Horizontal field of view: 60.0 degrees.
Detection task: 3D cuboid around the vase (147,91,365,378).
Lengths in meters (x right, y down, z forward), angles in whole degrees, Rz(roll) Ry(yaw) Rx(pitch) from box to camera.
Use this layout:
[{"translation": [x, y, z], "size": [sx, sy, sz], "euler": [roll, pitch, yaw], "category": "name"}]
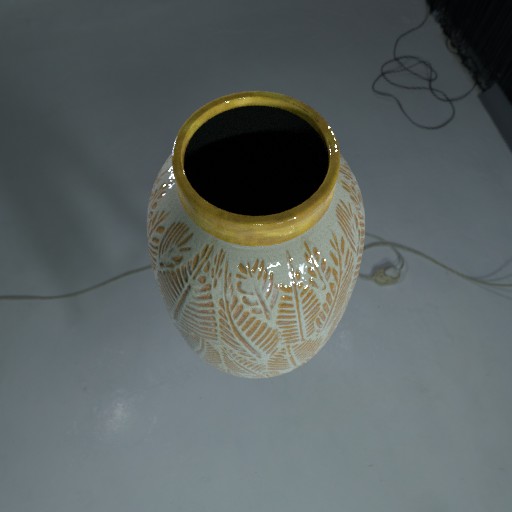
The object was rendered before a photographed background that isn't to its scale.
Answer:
[{"translation": [0.000, 0.000, 0.373], "size": [0.172, 0.270, 0.172], "euler": [0, 64, 0], "category": "vase"}]
